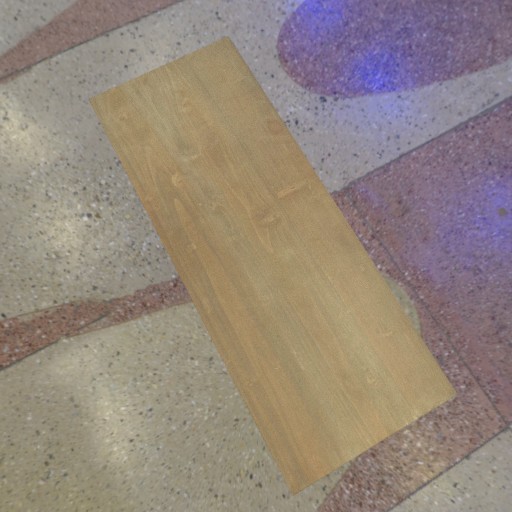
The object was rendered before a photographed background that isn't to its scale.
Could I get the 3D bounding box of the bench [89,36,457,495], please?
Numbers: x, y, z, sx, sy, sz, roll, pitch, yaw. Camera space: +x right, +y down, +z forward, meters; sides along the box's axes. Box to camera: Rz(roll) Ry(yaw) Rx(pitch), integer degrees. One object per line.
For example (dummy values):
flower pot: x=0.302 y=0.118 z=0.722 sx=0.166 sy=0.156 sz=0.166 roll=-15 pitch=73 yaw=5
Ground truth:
bench: x=0.000 y=0.000 z=1.395 sx=0.458 sy=0.458 sz=1.183 roll=-28 pitch=76 yaw=-7
